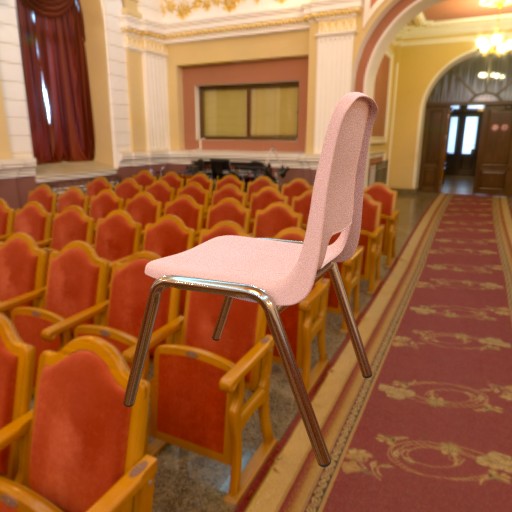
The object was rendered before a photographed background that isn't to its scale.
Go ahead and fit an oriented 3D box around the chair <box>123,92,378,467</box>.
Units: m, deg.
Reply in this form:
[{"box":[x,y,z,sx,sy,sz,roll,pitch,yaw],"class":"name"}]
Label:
[{"box":[0.000,0.000,0.868,0.423,0.586,0.354,7,17,26],"class":"chair"}]
